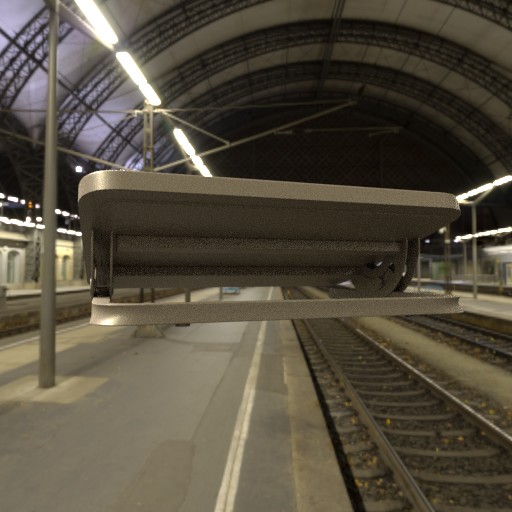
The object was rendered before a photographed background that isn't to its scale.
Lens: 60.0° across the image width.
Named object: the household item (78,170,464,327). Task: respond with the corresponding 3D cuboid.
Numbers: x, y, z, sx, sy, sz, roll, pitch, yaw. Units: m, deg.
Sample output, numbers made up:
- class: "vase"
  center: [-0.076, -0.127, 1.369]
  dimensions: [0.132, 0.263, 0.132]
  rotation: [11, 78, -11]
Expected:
- class: "household item"
  center: [0.000, 0.000, 0.536]
  dimensions: [0.390, 0.126, 0.301]
  rotation: [1, -2, -19]
